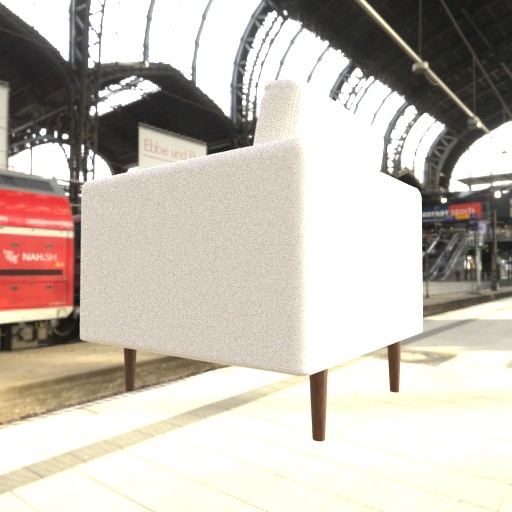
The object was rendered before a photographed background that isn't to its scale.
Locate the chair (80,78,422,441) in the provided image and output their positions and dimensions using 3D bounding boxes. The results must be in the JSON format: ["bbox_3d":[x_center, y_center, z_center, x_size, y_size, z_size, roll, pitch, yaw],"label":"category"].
[{"bbox_3d":[0.000,0.000,1.503,0.879,0.899,0.831,-1,-2,37],"label":"chair"}]
